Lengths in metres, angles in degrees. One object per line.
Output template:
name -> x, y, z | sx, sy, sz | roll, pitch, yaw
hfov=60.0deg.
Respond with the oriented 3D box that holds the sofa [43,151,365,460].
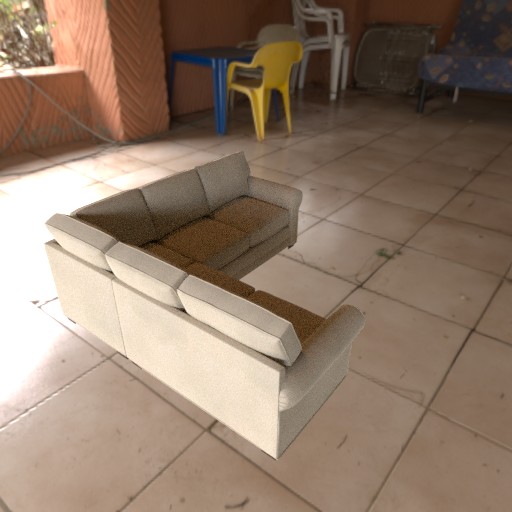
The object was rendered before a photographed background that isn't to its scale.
sofa -> 0.000, 0.000, 4.013 | 2.487, 1.054, 2.569 | 21, 37, 32
